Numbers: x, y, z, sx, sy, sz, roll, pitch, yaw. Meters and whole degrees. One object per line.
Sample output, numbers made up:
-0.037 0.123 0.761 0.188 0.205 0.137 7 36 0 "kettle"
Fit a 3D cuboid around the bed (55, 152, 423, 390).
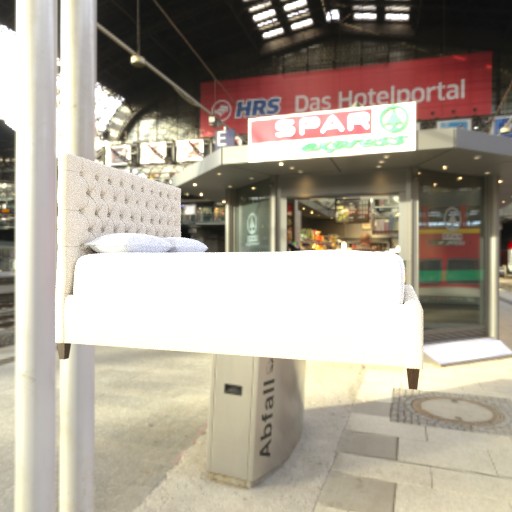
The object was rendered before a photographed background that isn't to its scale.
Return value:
0.000 0.000 3.483 2.387 1.427 1.698 0 0 18 "bed"
